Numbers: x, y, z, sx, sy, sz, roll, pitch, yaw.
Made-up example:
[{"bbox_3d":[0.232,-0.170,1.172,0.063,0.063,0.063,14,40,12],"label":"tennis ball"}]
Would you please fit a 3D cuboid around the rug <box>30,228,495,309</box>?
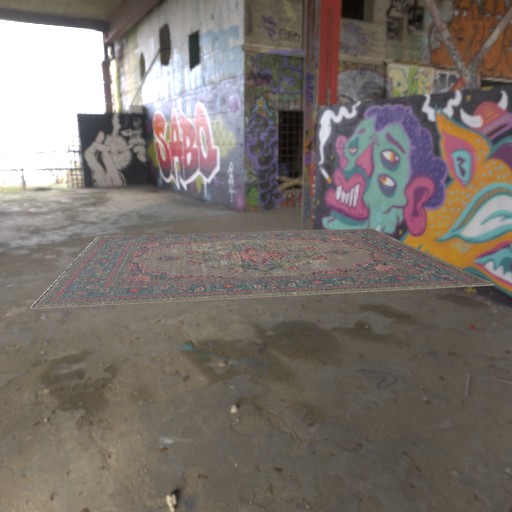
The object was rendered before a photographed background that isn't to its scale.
[{"bbox_3d":[0.000,0.000,3.669,2.890,0.013,2.005,-2,14,-8],"label":"rug"}]
